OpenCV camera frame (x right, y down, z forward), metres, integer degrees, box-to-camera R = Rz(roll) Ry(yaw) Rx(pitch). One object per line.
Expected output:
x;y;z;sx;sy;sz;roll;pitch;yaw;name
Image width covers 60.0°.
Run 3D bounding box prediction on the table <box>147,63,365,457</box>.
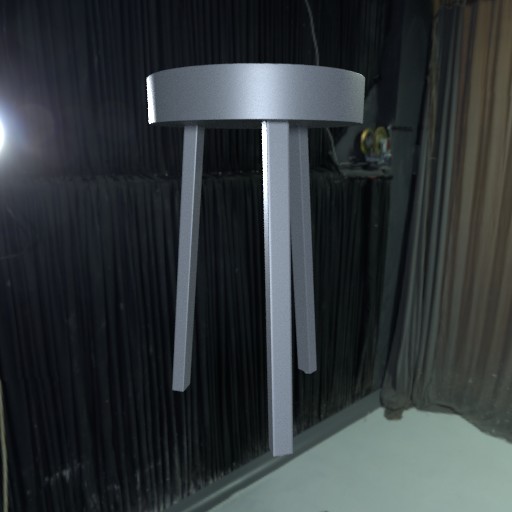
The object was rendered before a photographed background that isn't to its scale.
0.000;0.000;0.932;0.406;0.686;0.406;-13;19;-43;table
